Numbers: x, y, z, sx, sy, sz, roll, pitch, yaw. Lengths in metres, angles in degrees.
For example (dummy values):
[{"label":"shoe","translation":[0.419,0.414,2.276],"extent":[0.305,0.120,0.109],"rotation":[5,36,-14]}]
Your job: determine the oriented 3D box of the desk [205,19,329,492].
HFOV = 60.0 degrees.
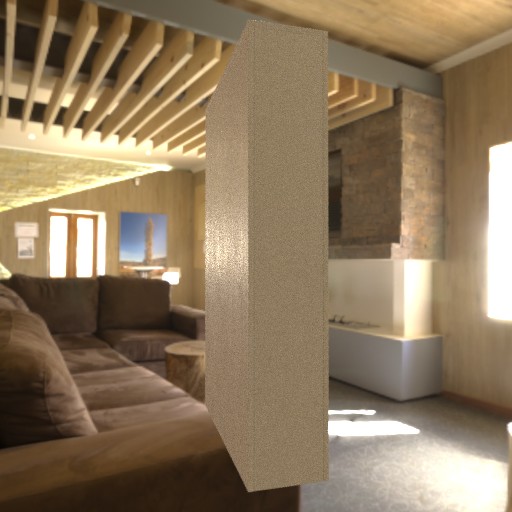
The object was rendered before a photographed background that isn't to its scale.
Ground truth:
[{"label":"desk","translation":[0.000,0.000,1.594],"extent":[0.250,1.280,0.750],"rotation":[0,-1,-15]}]
